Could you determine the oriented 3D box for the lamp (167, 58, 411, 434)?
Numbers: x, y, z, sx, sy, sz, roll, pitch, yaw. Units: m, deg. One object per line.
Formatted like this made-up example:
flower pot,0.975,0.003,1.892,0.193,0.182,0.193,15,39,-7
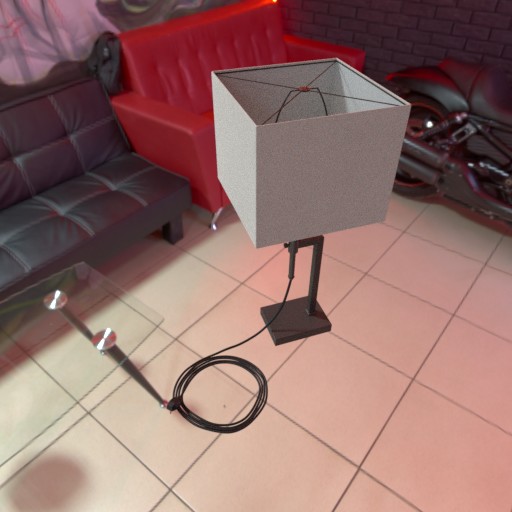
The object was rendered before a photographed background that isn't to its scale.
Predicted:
lamp,0.000,0.000,0.958,0.504,0.660,0.399,-12,42,-14
